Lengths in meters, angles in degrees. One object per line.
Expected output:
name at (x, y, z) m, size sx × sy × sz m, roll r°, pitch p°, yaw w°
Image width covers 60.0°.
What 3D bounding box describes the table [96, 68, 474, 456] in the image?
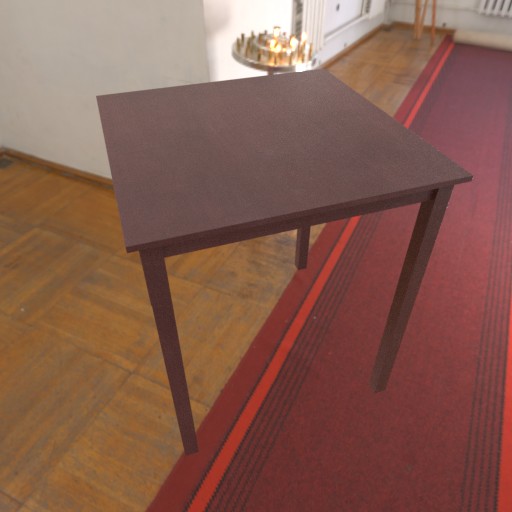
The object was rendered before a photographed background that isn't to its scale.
table at (0.000, 0.000, 1.640) m, size 0.861 × 0.991 × 0.861 m, roll -13°, pitch 42°, yaw -14°
